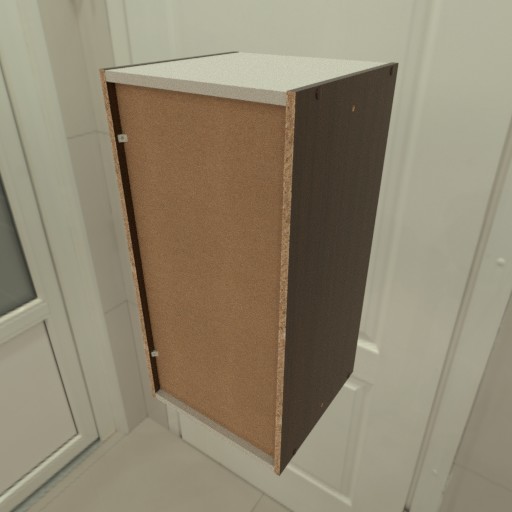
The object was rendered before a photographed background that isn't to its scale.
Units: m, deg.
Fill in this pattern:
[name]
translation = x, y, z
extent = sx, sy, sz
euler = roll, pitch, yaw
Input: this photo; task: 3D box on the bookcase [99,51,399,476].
[bookcase]
translation = 0.000, 0.000, 0.756
extent = 0.300, 0.600, 0.290
euler = 19, 35, 30
